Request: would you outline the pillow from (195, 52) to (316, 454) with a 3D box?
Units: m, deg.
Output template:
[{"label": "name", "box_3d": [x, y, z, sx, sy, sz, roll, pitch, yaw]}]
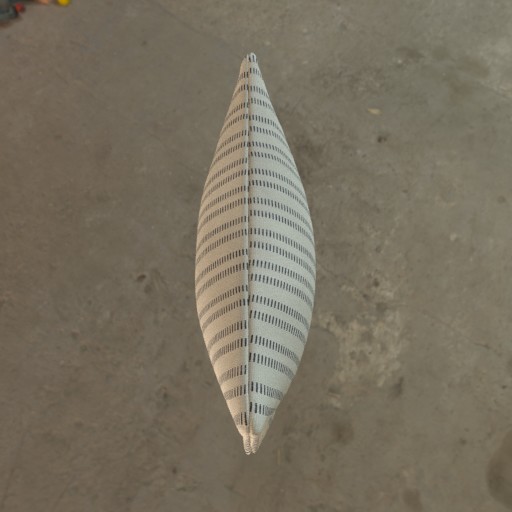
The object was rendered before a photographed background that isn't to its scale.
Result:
[{"label": "pillow", "box_3d": [0.000, 0.000, 0.798, 0.210, 0.353, 0.640, 0, 64, 0]}]
